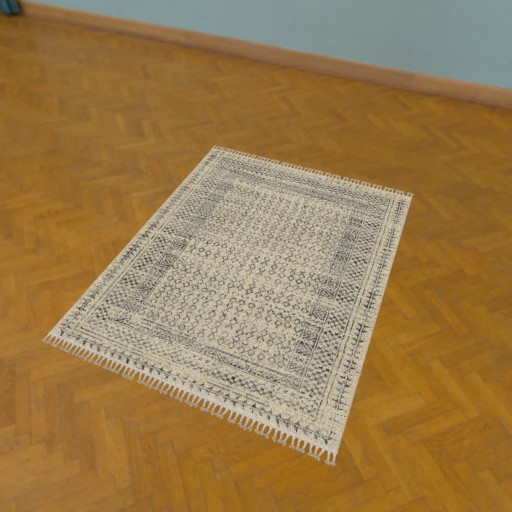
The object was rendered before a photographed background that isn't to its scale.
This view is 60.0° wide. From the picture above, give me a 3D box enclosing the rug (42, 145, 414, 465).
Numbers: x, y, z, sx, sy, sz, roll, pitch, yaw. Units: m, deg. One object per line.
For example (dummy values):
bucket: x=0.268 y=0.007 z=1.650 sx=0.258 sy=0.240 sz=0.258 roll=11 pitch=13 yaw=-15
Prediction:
rug: x=0.000 y=0.000 z=3.970 sx=2.312 sy=0.013 sz=2.940 roll=17 pitch=49 yaw=16
